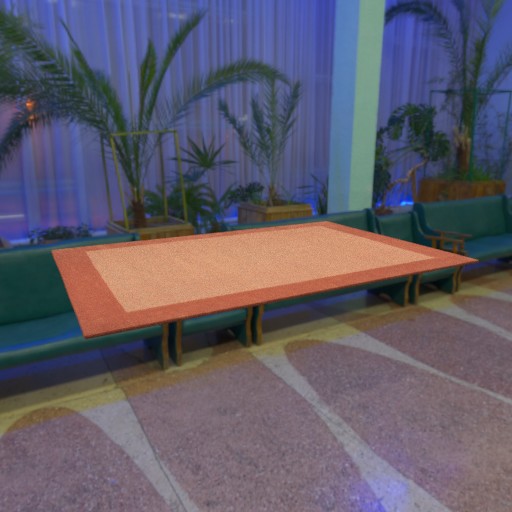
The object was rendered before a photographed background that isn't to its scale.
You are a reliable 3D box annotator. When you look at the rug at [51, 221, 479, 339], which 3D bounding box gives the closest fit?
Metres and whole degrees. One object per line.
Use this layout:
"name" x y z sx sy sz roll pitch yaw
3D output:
"rug" 0.000 0.000 2.269 1.829 0.014 1.219 -8 17 -27
